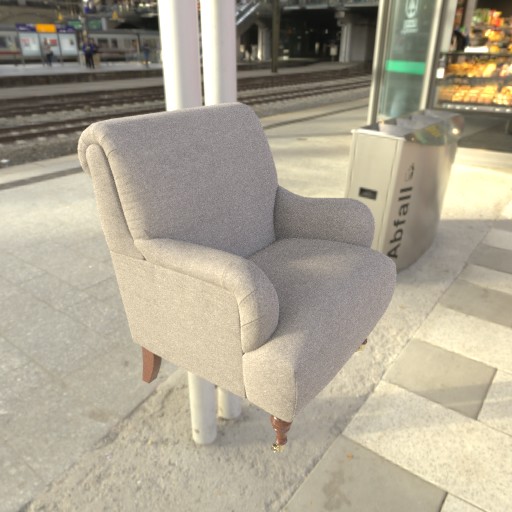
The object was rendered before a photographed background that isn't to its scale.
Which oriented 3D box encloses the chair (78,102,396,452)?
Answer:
[{"bbox_3d":[0.000,0.000,1.554,0.843,0.942,0.766,17,30,32],"label":"chair"}]
